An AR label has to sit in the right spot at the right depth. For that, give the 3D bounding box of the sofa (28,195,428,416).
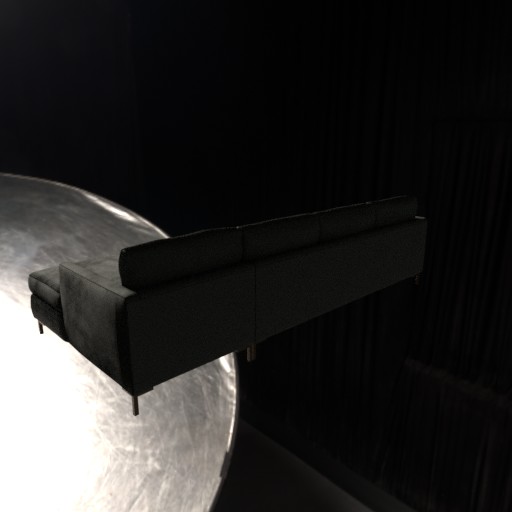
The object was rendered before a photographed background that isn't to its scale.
[{"bbox_3d":[0.000,0.000,3.185,2.725,0.756,1.255,-14,20,-42],"label":"sofa"}]
